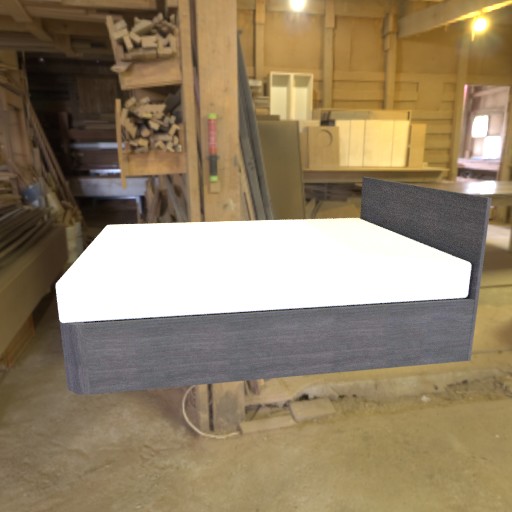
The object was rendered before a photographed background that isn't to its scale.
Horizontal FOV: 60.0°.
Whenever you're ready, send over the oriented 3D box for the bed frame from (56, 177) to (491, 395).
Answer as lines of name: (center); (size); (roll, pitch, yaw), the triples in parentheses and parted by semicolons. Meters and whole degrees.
bed frame: (0.000, 0.000, 2.595); (1.900, 0.800, 1.400); (-2, 14, -10)
